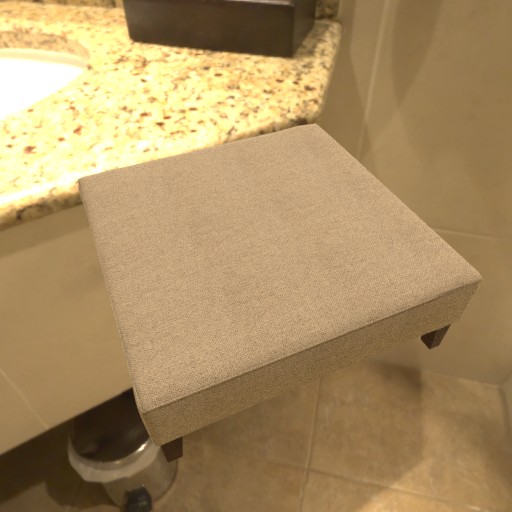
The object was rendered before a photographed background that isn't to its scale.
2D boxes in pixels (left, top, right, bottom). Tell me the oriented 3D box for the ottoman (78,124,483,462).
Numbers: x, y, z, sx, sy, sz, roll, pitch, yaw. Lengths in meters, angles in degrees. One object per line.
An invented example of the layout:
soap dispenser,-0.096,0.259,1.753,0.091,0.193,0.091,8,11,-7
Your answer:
ottoman,0.000,0.000,1.509,0.982,0.381,0.973,-17,47,-17
